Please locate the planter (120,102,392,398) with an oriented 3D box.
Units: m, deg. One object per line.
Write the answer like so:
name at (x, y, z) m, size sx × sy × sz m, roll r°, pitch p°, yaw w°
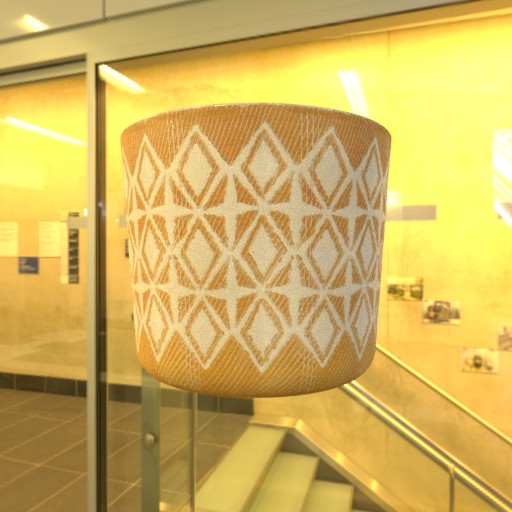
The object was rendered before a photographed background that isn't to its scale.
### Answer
planter at (0.000, 0.000, 0.330) m, size 0.193 × 0.165 × 0.193 m, roll 0°, pitch 1°, yaw 0°
